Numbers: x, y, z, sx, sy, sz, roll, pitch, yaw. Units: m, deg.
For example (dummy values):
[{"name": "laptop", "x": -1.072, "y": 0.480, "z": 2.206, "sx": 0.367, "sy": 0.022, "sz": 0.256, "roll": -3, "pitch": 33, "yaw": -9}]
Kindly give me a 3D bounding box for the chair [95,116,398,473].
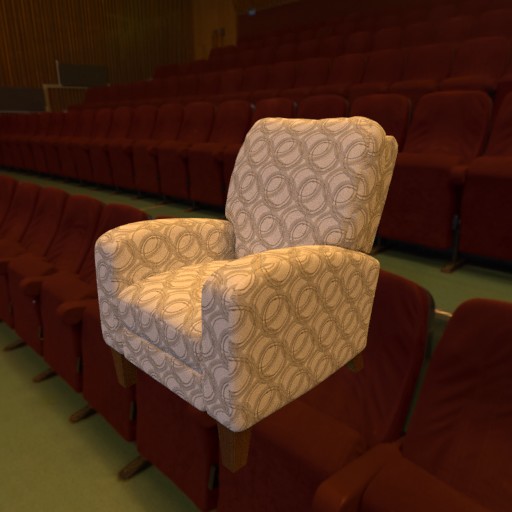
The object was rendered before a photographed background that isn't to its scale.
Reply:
[{"name": "chair", "x": 0.000, "y": 0.000, "z": 1.775, "sx": 0.796, "sy": 1.065, "sz": 0.995, "roll": 16, "pitch": 24, "yaw": 42}]
